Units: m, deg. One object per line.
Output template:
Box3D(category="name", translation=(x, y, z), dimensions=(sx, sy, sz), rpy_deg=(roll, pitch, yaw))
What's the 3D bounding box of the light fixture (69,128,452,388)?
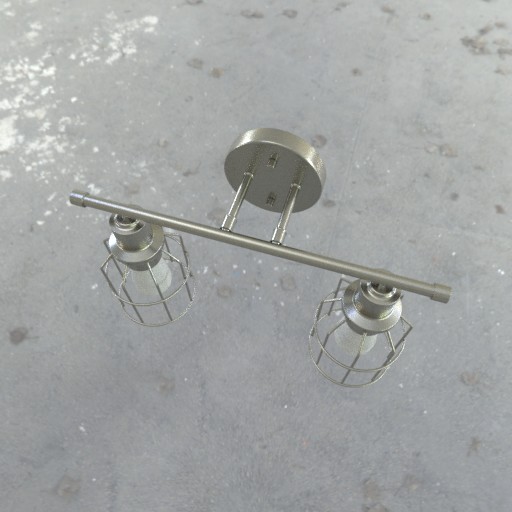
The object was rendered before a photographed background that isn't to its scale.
Box3D(category="light fixture", translation=(0.000, 0.000, 0.532), dimensions=(0.406, 0.254, 0.165), rpy_deg=(15, 60, 9))
